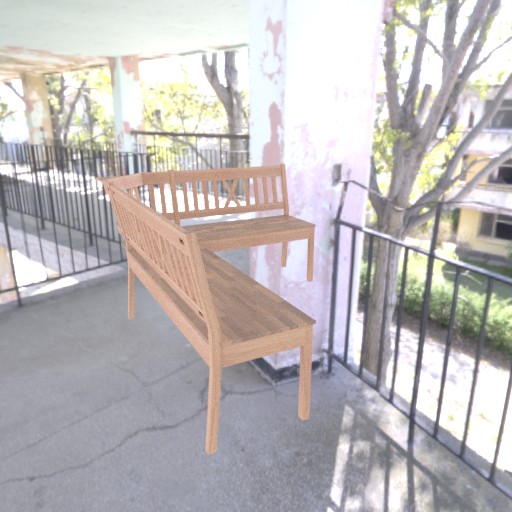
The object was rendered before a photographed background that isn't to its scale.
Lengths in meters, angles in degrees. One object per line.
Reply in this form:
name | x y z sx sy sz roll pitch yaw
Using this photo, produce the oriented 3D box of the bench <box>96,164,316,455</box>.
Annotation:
bench | 0.000 0.000 2.742 1.537 0.902 1.937 -9 19 -26
